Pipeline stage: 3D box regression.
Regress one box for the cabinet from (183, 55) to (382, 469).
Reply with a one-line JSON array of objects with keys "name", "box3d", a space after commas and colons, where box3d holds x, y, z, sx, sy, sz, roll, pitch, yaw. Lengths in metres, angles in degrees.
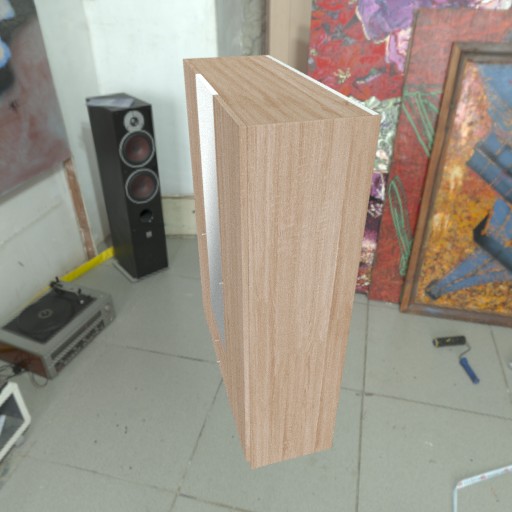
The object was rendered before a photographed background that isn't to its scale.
[{"name": "cabinet", "box3d": [0.000, 0.000, 2.821, 0.590, 2.120, 1.500, -9, 34, -13]}]
